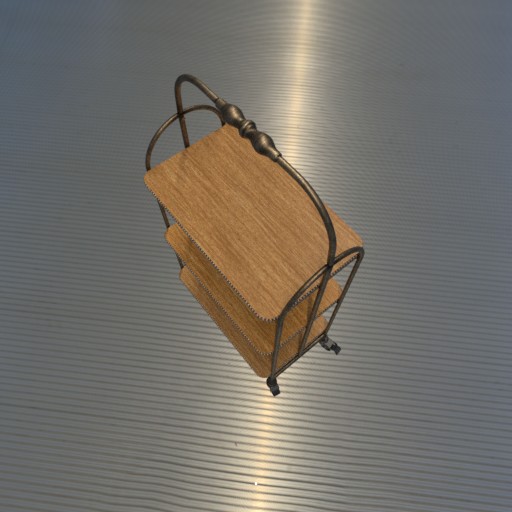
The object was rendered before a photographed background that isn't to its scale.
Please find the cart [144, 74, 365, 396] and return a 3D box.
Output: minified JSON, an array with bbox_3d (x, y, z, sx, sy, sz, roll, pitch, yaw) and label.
[{"bbox_3d":[0.000,0.000,1.318,0.330,1.052,0.650,-36,68,-17],"label":"cart"}]
